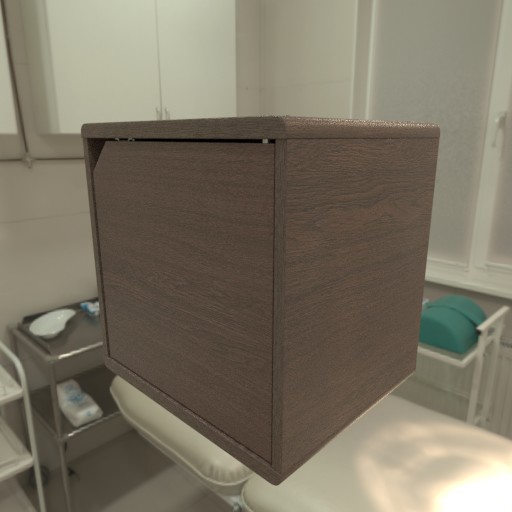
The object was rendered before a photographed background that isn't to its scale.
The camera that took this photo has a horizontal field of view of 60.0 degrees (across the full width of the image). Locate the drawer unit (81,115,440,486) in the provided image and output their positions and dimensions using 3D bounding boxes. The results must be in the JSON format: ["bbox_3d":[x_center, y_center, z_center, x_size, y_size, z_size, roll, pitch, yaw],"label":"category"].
[{"bbox_3d":[0.000,0.000,0.594,0.344,0.344,0.290,14,21,42],"label":"drawer unit"}]
